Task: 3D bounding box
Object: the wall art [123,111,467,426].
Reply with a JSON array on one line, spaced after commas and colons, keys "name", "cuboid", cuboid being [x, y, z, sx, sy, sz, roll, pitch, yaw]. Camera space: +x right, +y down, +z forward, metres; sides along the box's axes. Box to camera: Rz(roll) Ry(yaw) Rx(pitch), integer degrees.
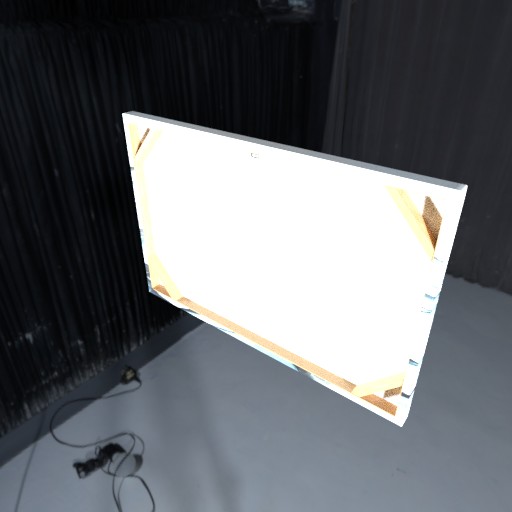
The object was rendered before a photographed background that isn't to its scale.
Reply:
[{"name": "wall art", "cuboid": [0.000, 0.000, 1.163, 0.914, 0.609, 0.039, 22, 37, 32]}]
